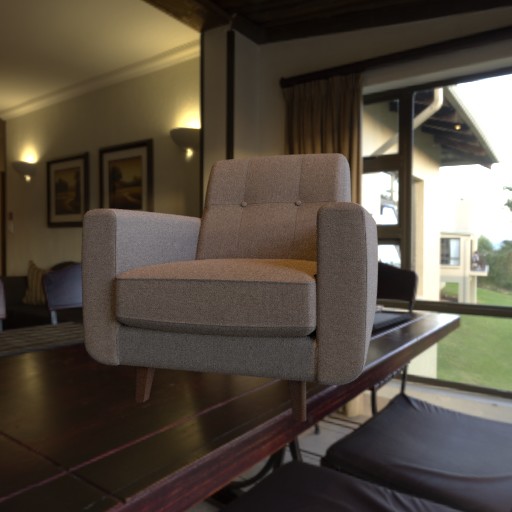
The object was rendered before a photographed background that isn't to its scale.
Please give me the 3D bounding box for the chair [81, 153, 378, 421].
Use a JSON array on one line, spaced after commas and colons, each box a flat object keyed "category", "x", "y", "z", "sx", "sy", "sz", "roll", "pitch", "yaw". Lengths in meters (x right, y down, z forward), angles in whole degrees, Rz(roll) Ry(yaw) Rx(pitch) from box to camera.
[{"category": "chair", "x": 0.000, "y": 0.000, "z": 1.597, "sx": 0.831, "sy": 0.839, "sz": 0.907, "roll": 0, "pitch": 1, "yaw": 17}]
